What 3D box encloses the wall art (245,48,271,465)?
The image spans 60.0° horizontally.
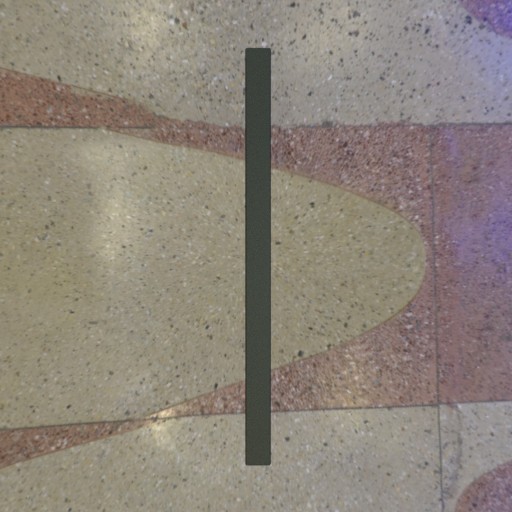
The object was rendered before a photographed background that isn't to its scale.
[{"bbox_3d":[0.000,0.000,0.763,0.028,0.559,0.457,0,90,0],"label":"wall art"}]
